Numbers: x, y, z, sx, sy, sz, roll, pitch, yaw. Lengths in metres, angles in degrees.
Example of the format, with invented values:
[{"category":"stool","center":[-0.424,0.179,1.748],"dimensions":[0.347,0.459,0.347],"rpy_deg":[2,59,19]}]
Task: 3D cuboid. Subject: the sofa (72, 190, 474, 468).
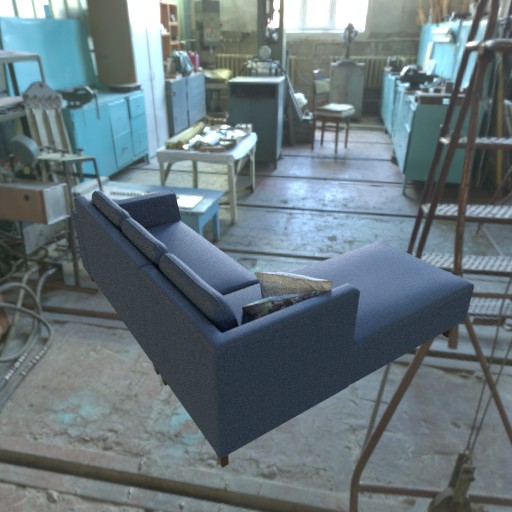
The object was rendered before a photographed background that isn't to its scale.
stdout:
[{"category":"sofa","center":[0.000,0.000,3.021],"dimensions":[1.829,0.787,2.120],"rpy_deg":[-17,32,-30]}]
